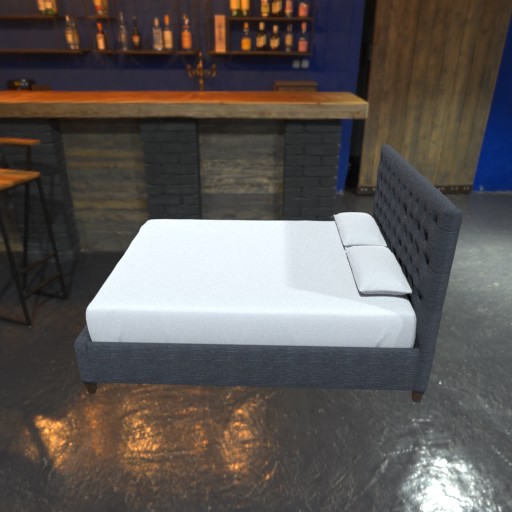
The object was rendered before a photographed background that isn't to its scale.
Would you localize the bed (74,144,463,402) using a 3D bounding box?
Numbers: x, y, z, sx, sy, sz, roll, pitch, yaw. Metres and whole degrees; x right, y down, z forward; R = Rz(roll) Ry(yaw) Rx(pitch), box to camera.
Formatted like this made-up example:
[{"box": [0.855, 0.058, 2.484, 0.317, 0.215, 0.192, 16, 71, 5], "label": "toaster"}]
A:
[{"box": [0.000, 0.000, 3.528, 2.387, 1.427, 1.698, 1, 26, 2], "label": "bed"}]
